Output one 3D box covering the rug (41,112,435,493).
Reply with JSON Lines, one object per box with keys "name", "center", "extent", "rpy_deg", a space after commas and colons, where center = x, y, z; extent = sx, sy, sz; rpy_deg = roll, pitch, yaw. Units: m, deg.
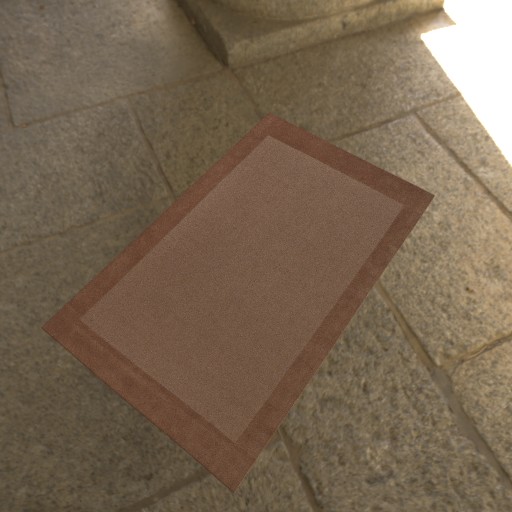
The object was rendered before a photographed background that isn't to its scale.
{"name": "rug", "center": [0.000, 0.000, 3.028], "extent": [1.524, 0.014, 2.438], "rpy_deg": [32, 64, 18]}
